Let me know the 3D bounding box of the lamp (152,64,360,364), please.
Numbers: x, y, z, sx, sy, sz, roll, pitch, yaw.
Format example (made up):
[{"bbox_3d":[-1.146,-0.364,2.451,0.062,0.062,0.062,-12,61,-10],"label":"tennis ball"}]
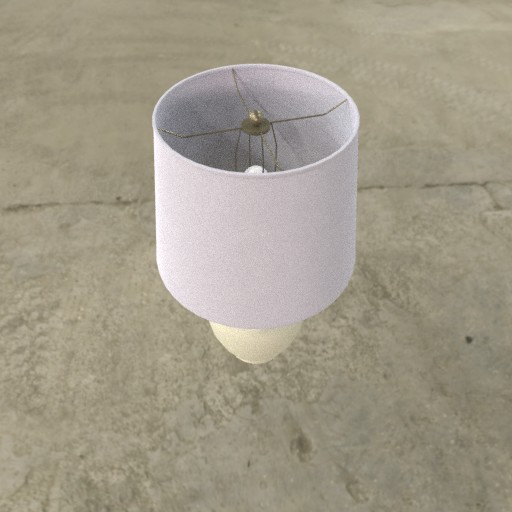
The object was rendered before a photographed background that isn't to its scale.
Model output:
[{"bbox_3d":[0.000,0.000,0.554,0.239,0.399,0.239,0,48,0],"label":"lamp"}]
